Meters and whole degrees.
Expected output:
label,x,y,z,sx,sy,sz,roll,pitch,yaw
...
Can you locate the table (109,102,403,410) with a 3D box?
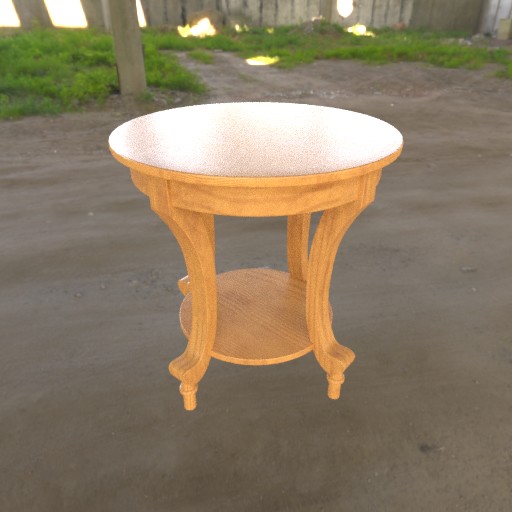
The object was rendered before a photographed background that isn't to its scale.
label,x,y,z,sx,sy,sz,roll,pitch,yaw
table,0.000,0.000,1.083,0.597,0.612,0.597,0,30,0
